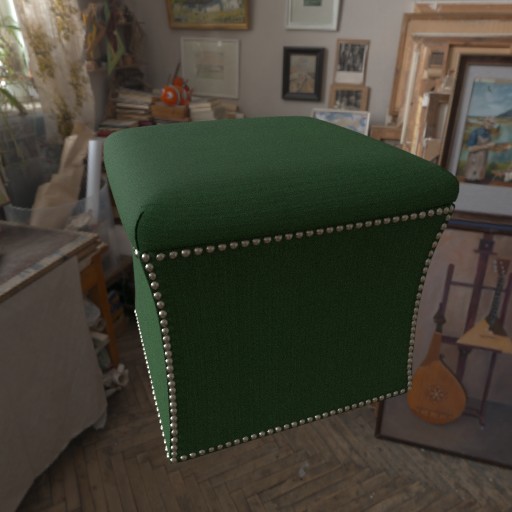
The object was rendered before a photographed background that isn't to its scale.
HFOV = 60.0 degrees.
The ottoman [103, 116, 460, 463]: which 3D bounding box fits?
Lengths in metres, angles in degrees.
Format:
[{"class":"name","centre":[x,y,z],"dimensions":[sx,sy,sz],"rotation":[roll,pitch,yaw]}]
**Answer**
[{"class":"ottoman","centre":[0.000,0.000,0.878],"dimensions":[0.507,0.475,0.497],"rotation":[-10,29,-18]}]
